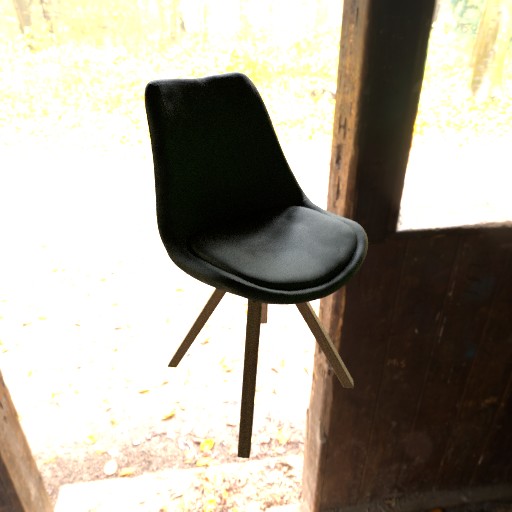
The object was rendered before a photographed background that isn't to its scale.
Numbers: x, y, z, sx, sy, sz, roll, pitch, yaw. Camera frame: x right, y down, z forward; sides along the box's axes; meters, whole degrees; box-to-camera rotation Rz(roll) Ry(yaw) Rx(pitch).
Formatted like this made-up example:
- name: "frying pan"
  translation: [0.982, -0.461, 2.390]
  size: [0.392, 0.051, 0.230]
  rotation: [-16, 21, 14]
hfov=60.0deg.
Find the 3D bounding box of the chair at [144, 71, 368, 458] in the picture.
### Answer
- name: "chair"
  translation: [0.000, 0.000, 1.199]
  size: [0.483, 0.865, 0.547]
  rotation: [-21, 35, -32]
